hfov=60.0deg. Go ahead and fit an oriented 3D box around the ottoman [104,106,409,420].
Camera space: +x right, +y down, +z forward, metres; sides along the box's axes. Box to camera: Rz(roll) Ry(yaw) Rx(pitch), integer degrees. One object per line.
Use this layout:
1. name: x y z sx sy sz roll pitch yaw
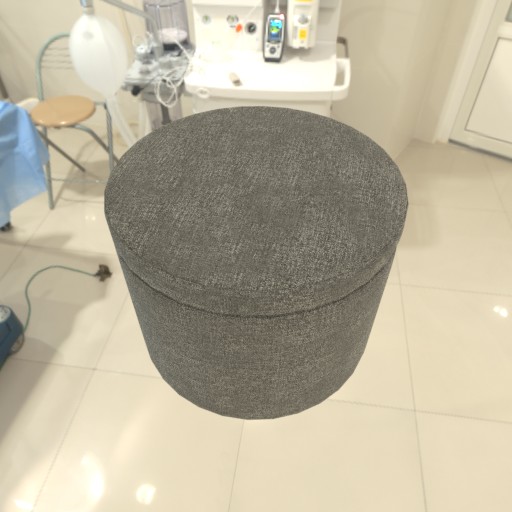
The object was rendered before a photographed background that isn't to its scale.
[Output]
1. ottoman: 0.000 0.000 0.874 0.500 0.419 0.500 0 46 0
